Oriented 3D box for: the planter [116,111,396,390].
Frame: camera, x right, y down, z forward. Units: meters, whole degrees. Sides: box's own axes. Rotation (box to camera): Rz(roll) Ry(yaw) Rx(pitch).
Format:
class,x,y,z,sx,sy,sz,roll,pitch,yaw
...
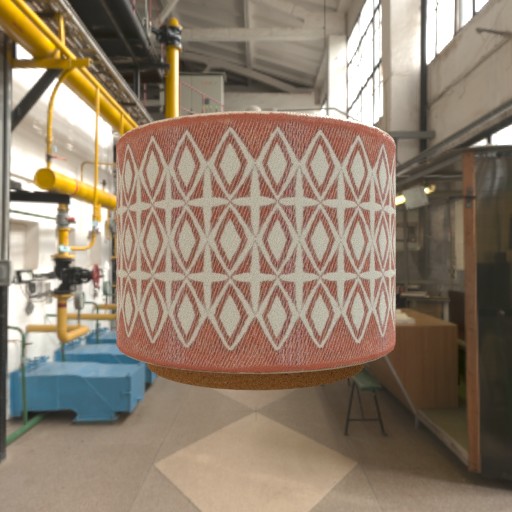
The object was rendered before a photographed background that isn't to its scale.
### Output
class,x,y,z,sx,sy,sz,roll,pitch,yaw
planter,0.000,0.000,0.319,0.192,0.148,0.192,0,0,0
